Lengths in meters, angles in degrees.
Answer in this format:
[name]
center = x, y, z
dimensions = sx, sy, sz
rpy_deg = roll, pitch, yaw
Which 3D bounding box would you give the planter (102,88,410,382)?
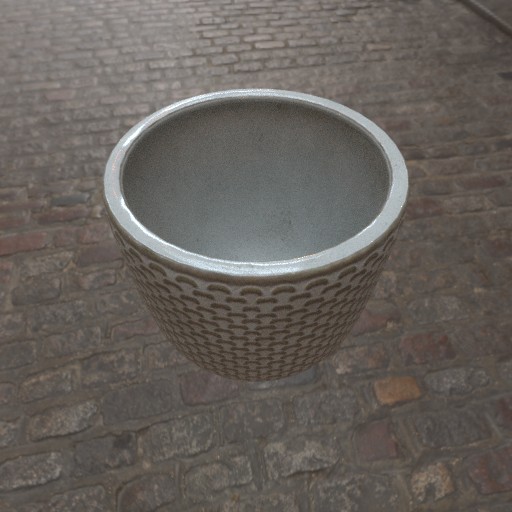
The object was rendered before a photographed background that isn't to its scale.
[planter]
center = 0.000, 0.000, 0.309
dimensions = 0.173, 0.160, 0.173
rpy_deg = 0, 48, 0
